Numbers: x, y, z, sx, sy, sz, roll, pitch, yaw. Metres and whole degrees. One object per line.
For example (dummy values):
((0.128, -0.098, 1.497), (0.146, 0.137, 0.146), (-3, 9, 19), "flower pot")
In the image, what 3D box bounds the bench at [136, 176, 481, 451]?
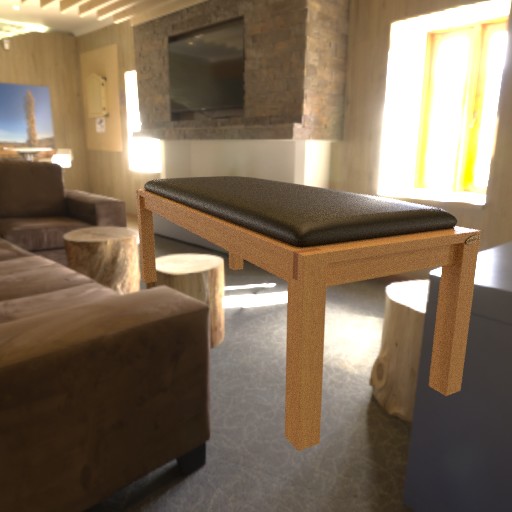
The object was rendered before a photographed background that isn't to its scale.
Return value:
((0.000, 0.000, 1.393), (0.450, 0.430, 1.202), (-8, 16, -27), "bench")
